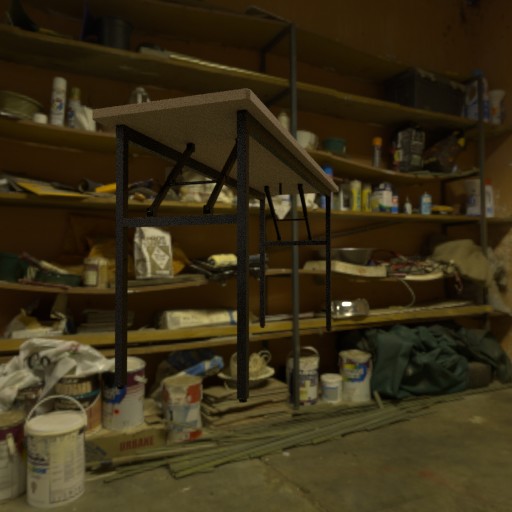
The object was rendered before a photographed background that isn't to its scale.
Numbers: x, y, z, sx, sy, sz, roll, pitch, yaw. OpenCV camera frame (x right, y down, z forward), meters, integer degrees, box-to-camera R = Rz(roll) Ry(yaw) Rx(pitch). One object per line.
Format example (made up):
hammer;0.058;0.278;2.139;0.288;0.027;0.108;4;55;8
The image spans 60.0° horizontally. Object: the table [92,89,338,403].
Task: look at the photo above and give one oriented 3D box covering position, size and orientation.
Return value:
table;0.000;0.000;1.754;0.447;0.750;1.397;0;-1;19
